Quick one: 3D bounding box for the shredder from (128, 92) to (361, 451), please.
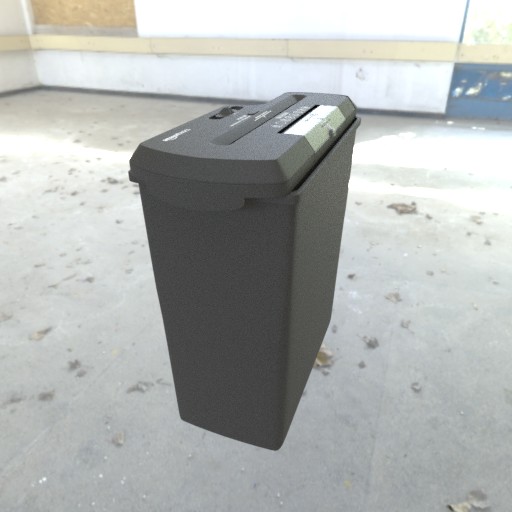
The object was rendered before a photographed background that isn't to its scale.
[{"bbox_3d":[0.000,0.000,0.522,0.170,0.335,0.320,11,31,18],"label":"shredder"}]
